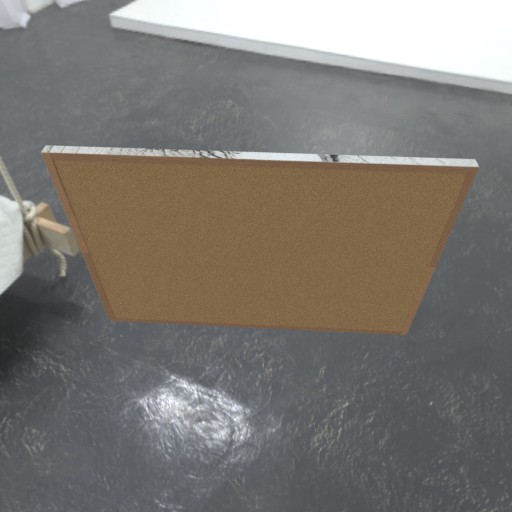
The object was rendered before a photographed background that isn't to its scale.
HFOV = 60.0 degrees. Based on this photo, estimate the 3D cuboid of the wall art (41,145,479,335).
[{"bbox_3d":[0.000,0.000,1.436,1.141,0.758,0.035,2,46,2],"label":"wall art"}]
